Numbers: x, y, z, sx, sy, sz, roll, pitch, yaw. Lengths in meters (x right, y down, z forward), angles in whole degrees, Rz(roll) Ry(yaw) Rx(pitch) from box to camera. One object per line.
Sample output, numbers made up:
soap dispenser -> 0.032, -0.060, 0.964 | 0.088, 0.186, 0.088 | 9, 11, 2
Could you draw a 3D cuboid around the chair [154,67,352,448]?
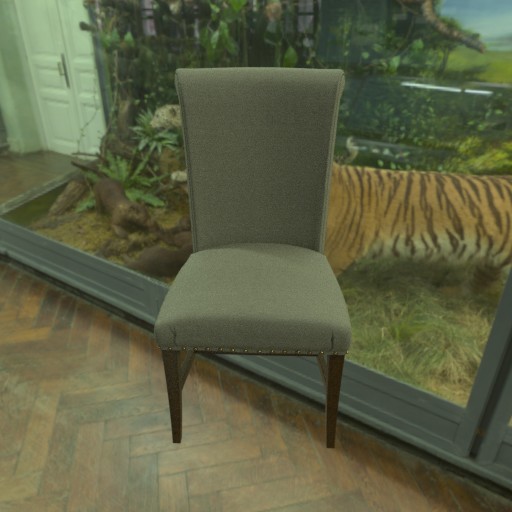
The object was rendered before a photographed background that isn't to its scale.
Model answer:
chair -> 0.000, 0.000, 1.328 | 0.513, 0.988, 0.608 | 1, 29, 2
